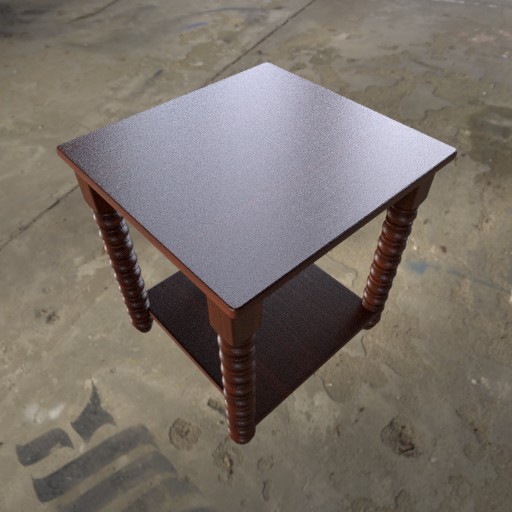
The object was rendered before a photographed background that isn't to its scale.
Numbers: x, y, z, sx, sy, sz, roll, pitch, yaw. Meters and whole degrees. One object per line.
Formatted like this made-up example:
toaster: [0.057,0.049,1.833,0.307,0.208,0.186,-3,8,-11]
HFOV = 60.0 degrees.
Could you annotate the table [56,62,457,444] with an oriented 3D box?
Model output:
table: [0.000,0.000,1.002,0.533,0.567,0.500,-34,55,-28]
